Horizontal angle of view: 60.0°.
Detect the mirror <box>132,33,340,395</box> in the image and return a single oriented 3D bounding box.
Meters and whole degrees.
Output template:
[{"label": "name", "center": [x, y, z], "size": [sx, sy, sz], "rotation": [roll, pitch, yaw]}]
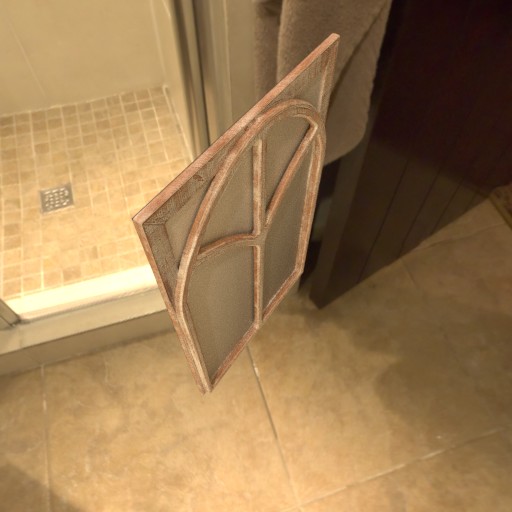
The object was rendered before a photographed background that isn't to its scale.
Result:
[{"label": "mirror", "center": [0.000, 0.000, 0.987], "size": [0.058, 0.787, 0.495], "rotation": [31, 63, 18]}]
